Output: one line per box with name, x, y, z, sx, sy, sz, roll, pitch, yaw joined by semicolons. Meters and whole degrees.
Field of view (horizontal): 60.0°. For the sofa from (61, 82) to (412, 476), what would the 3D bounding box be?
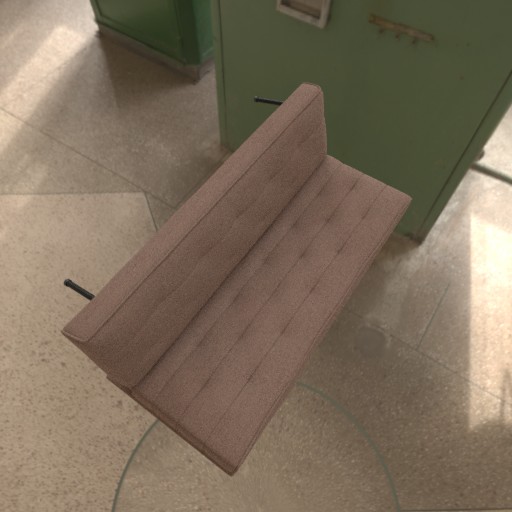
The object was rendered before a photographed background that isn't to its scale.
sofa;0.000;0.000;2.336;1.038;0.810;1.820;31;64;17
